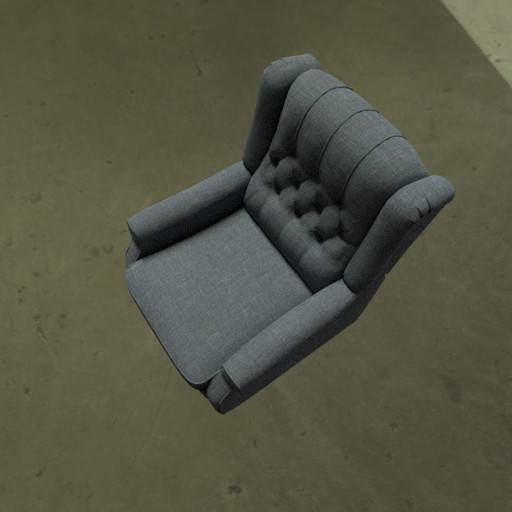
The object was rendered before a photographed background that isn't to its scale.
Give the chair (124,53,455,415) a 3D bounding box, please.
[{"bbox_3d":[0.000,0.000,1.614,0.898,1.035,0.742,-32,68,-15],"label":"chair"}]
